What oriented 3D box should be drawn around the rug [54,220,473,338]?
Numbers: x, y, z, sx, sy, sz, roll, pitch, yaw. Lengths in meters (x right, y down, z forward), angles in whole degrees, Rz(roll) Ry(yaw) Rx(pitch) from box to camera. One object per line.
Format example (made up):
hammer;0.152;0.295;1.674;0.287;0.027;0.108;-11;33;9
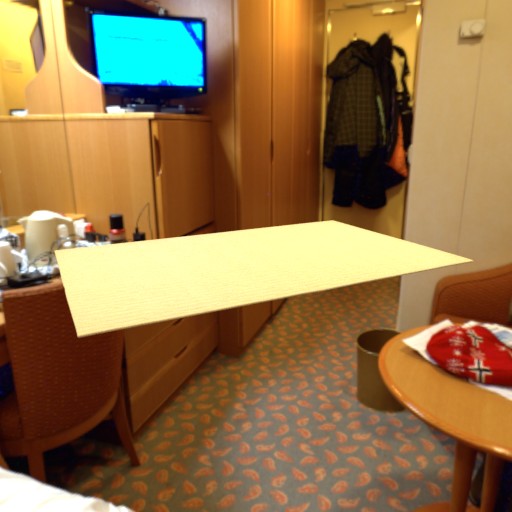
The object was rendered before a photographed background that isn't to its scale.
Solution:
rug;0.000;0.000;3.022;2.441;0.014;1.531;-8;18;-26
